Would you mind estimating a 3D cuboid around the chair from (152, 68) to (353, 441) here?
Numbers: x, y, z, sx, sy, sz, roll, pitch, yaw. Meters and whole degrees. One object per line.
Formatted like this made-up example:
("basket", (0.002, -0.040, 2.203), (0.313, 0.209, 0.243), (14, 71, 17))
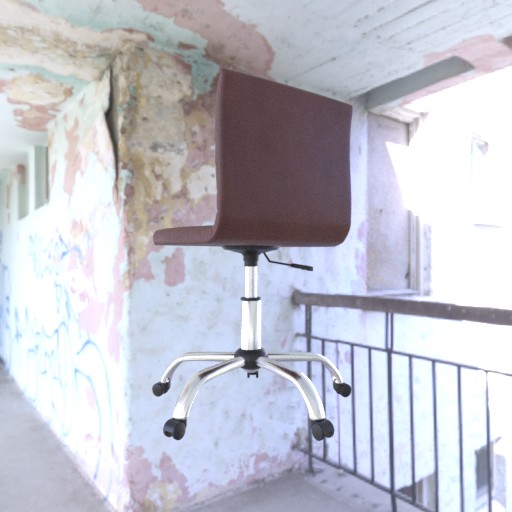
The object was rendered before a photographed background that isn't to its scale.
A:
("chair", (0.000, 0.000, 1.146), (0.556, 0.780, 0.530), (0, -1, -35))
